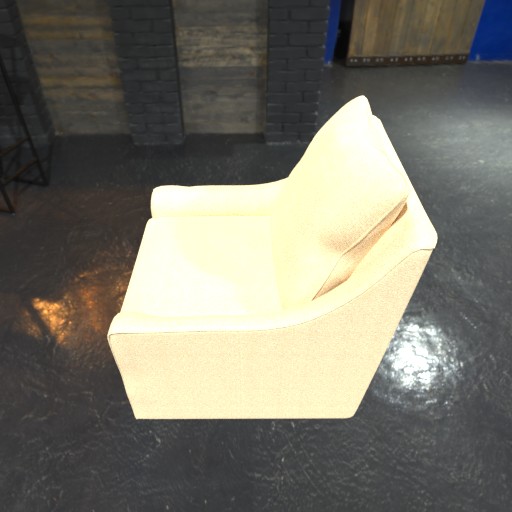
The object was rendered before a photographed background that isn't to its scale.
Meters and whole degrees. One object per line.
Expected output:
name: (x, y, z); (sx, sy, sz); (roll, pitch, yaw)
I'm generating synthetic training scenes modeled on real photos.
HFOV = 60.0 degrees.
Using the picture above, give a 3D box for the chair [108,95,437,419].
chair: (0.000, 0.000, 1.552); (0.876, 0.927, 0.760); (0, 41, 0)
